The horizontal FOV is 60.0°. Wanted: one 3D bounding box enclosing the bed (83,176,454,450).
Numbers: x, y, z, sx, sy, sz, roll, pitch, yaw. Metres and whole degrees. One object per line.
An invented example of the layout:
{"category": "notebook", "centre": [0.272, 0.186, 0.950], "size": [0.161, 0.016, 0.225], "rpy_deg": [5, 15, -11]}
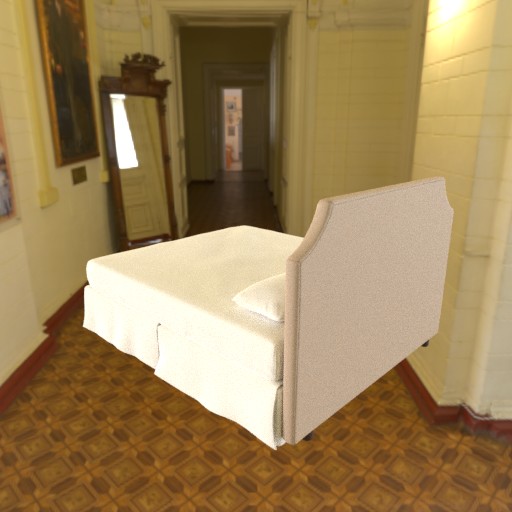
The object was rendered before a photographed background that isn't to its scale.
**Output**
{"category": "bed", "centre": [0.000, 0.000, 4.232], "size": [2.773, 1.590, 2.350], "rpy_deg": [16, 23, 42]}
